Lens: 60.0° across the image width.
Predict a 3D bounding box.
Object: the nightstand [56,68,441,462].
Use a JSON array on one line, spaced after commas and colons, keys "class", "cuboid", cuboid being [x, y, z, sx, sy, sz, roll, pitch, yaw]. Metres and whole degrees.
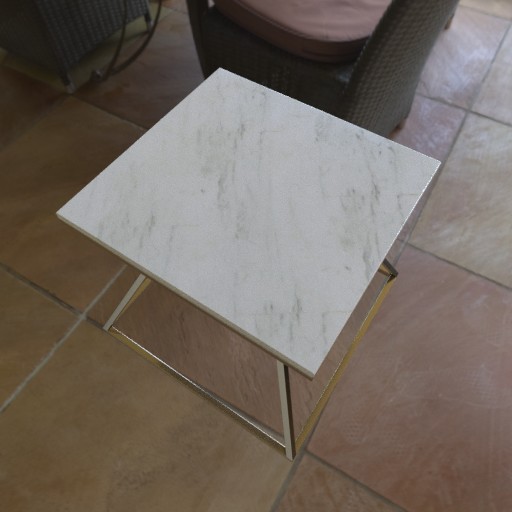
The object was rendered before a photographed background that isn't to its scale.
[{"class": "nightstand", "cuboid": [0.000, 0.000, 0.896, 0.513, 0.426, 0.514, 29, 63, 17]}]
